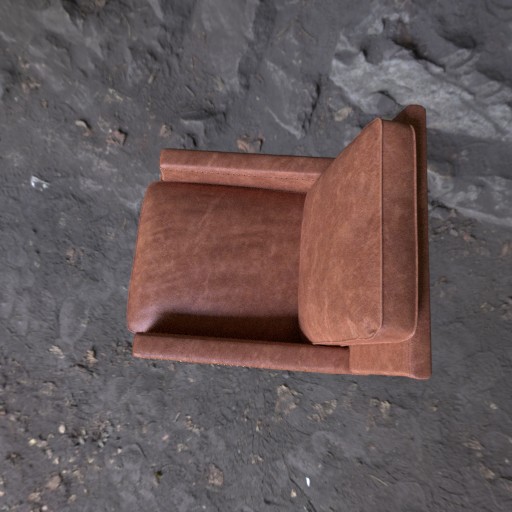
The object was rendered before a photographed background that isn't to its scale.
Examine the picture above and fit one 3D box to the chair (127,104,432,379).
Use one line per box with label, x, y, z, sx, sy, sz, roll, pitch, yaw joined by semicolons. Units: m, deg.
chair;0.000;0.000;1.755;1.035;1.054;0.854;4;76;1
